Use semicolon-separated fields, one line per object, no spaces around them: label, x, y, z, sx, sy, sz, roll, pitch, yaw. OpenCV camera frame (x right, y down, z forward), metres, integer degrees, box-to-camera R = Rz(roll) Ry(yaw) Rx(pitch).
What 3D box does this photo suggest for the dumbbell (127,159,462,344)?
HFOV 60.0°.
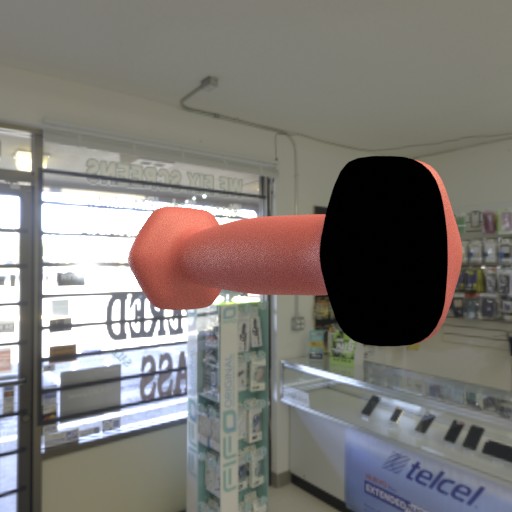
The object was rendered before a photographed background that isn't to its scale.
dumbbell;0.000;0.000;0.144;0.047;0.043;0.123;1;-2;-35
